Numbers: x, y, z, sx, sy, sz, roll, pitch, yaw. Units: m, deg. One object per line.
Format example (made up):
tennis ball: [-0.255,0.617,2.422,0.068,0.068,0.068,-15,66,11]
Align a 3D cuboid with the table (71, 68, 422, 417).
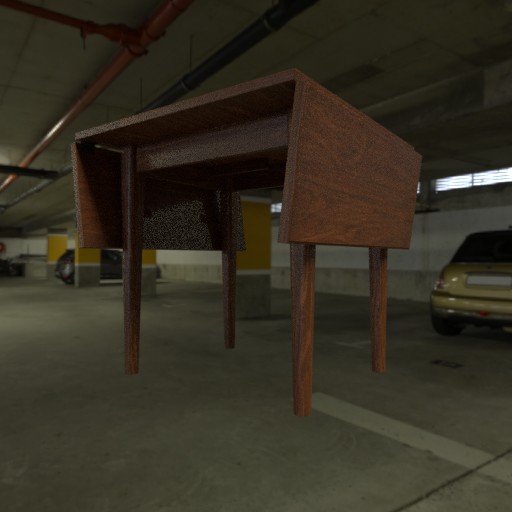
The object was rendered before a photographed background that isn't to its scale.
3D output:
table: [0.000,0.000,1.458,0.843,0.763,0.812,0,0,36]
